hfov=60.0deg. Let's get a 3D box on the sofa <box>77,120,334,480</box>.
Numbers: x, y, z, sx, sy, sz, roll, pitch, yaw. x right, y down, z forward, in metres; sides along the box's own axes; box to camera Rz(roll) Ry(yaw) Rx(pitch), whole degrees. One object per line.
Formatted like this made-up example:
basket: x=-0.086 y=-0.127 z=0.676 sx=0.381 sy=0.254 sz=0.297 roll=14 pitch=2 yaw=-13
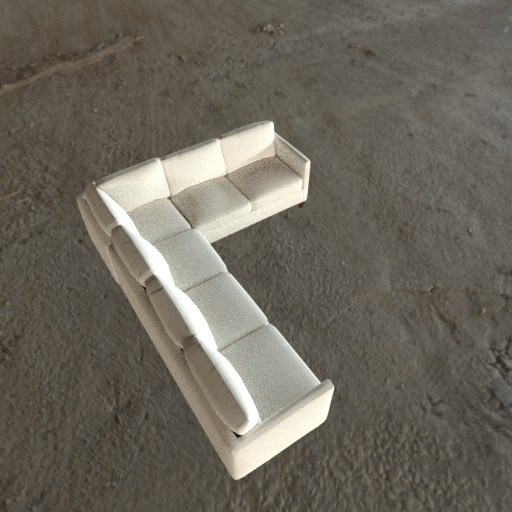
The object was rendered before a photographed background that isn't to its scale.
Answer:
sofa: x=0.000 y=0.000 z=4.549 sx=2.593 sy=0.947 sz=3.302 roll=-26 pitch=52 yaw=-22
